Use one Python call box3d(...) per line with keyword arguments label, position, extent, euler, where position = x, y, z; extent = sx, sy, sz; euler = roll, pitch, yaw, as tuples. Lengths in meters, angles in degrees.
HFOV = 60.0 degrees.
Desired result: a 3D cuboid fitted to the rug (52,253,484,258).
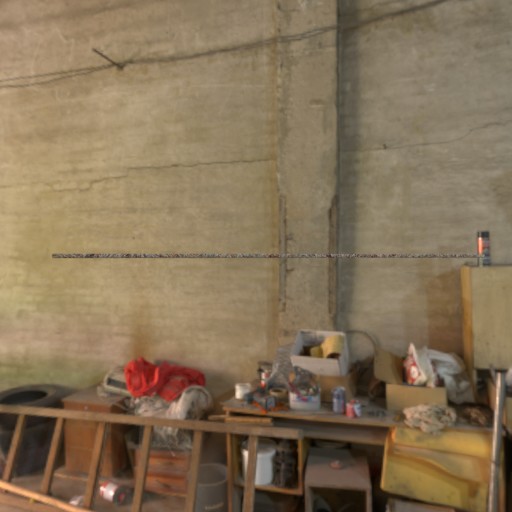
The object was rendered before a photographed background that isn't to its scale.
box3d(label="rug", position=(0.000, 0.000, 2.935), extent=(2.285, 0.019, 1.523), euler=(0, 0, -18))
